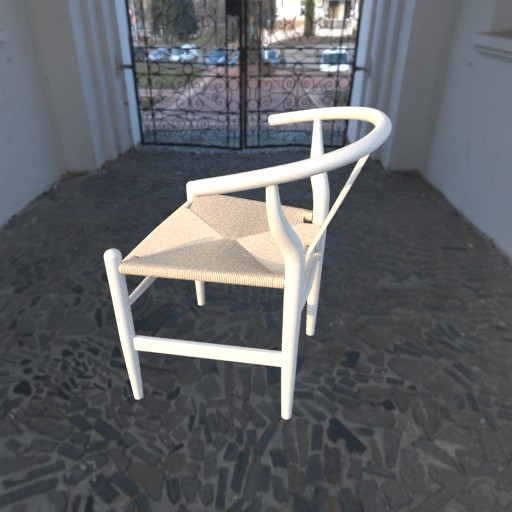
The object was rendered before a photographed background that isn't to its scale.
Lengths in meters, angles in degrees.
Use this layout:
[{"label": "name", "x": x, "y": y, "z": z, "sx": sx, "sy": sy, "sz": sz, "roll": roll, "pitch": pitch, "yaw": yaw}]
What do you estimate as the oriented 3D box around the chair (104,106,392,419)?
[{"label": "chair", "x": 0.000, "y": 0.000, "z": 1.154, "sx": 0.579, "sy": 0.730, "sz": 0.569, "roll": 8, "pitch": 31, "yaw": 14}]
